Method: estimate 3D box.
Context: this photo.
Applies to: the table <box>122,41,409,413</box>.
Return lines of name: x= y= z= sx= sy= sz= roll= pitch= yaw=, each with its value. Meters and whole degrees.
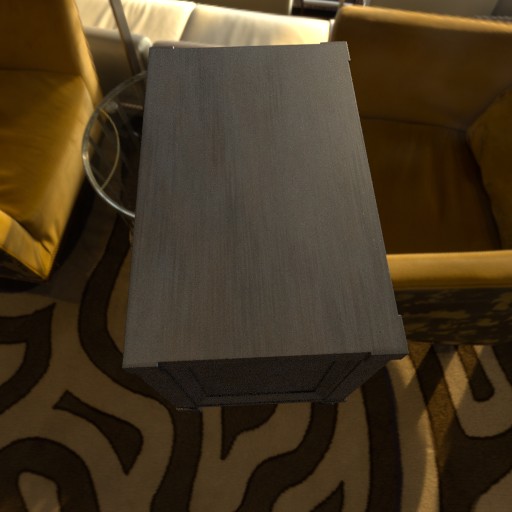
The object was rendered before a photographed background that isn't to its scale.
table: x=0.000 y=0.000 z=1.072 sx=0.413 sy=0.660 sz=0.660 roll=-2 pitch=64 yaw=-1
